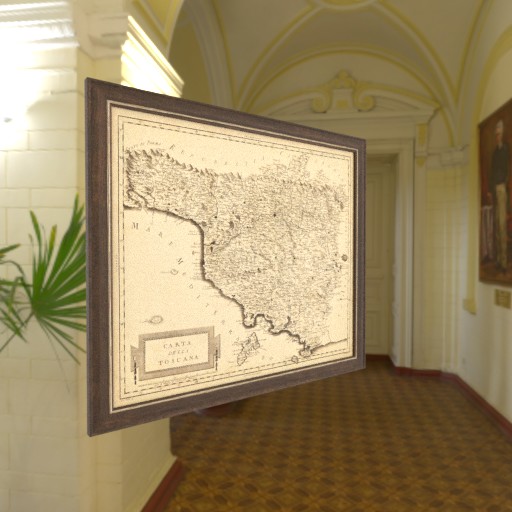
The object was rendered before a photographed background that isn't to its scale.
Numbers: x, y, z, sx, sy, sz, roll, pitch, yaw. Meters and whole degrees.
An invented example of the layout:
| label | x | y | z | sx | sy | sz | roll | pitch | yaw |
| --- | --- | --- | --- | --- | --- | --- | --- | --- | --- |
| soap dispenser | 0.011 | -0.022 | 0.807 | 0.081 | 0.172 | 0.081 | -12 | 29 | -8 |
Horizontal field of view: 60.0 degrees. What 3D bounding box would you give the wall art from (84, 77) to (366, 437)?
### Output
| label | x | y | z | sx | sy | sz | roll | pitch | yaw |
| --- | --- | --- | --- | --- | --- | --- | --- | --- | --- |
| wall art | 0.000 | 0.000 | 1.395 | 1.033 | 0.875 | 0.023 | -1 | 1 | -37 |
